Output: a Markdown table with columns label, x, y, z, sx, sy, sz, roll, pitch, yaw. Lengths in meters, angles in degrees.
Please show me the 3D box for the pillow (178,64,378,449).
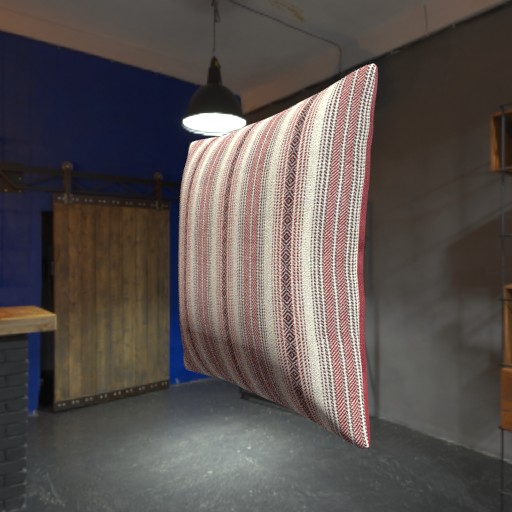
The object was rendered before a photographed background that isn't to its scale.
| label | x | y | z | sx | sy | sz | roll | pitch | yaw |
| --- | --- | --- | --- | --- | --- | --- | --- | --- | --- |
| pillow | 0.000 | 0.000 | 0.774 | 0.166 | 0.497 | 0.513 | 0 | 0 | -36 |
